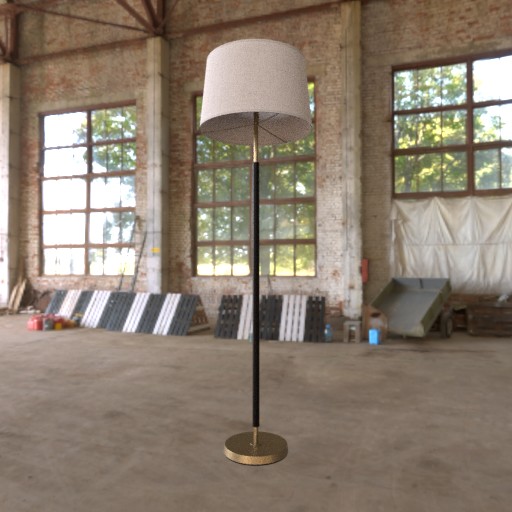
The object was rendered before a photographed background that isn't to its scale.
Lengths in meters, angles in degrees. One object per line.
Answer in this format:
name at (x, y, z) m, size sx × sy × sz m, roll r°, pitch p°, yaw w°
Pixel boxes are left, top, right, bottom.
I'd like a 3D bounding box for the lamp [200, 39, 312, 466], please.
lamp at (0.000, 0.000, 1.654) m, size 0.420 × 1.447 × 0.420 m, roll 0°, pitch -1°, yaw 0°
